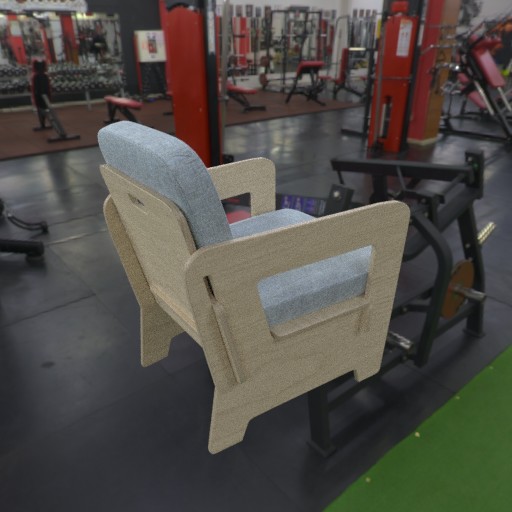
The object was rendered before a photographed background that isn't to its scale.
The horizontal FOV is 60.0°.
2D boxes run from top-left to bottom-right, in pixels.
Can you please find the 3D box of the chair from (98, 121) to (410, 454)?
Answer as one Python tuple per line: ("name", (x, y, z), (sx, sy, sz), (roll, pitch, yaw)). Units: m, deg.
("chair", (0.000, 0.000, 1.297), (0.710, 0.800, 0.590), (-19, 32, -33))
